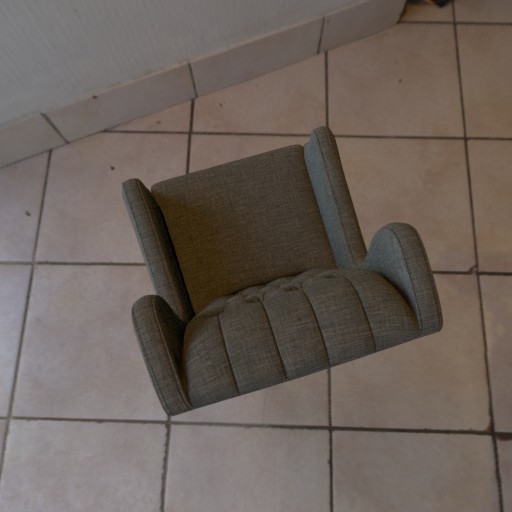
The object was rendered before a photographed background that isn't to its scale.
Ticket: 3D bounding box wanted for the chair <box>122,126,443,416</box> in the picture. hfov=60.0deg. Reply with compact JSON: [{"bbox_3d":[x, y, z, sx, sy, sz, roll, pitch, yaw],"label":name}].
[{"bbox_3d":[0.000,0.000,1.446,0.711,0.953,0.775,-16,76,-4],"label":"chair"}]
